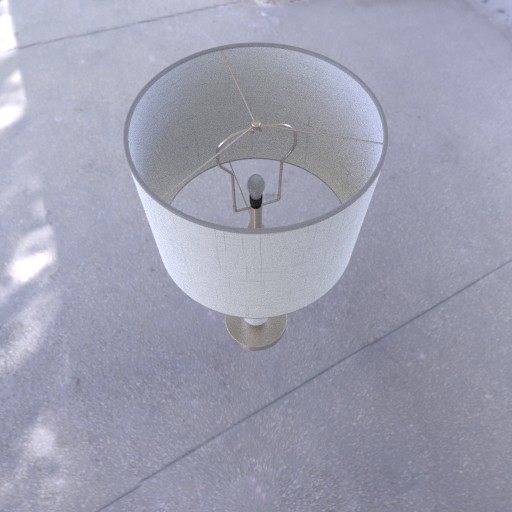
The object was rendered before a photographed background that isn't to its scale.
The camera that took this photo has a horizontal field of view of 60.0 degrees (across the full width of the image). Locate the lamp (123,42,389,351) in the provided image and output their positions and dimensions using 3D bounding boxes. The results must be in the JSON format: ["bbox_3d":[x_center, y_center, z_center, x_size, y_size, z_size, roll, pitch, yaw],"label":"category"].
[{"bbox_3d":[0.000,0.000,0.712,0.282,0.559,0.280,-16,61,-9],"label":"lamp"}]
